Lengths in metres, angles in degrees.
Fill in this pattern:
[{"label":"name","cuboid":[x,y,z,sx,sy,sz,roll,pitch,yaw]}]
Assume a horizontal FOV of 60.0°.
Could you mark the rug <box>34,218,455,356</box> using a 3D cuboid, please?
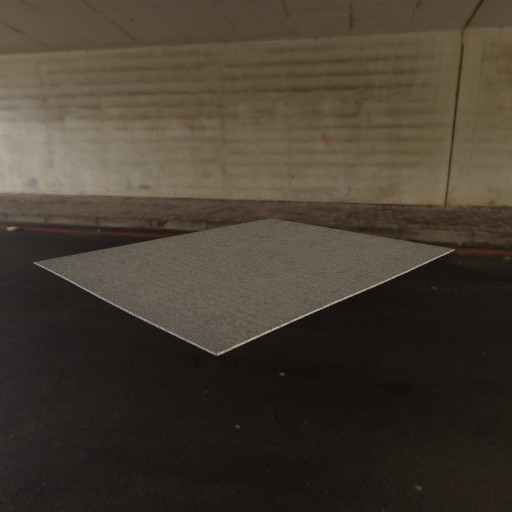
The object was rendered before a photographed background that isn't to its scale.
[{"label":"rug","cuboid":[0.000,0.000,4.088,2.447,0.014,3.061,14,21,43]}]
